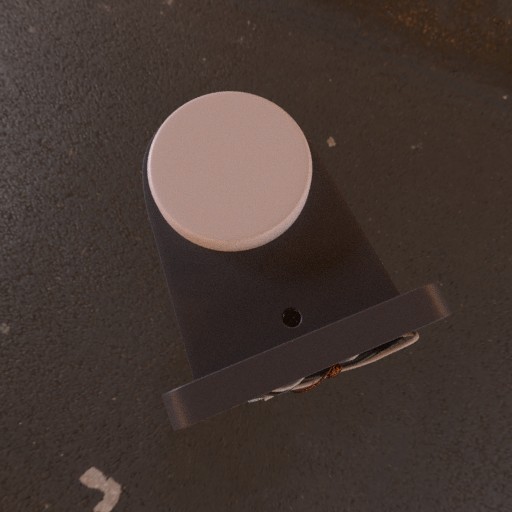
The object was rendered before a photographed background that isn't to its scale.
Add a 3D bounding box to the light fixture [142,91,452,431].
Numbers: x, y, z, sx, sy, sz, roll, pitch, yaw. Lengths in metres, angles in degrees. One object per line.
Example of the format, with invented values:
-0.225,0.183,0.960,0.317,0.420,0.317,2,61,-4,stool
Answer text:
0.000,0.000,0.215,0.109,0.109,0.132,-21,77,-5,light fixture
